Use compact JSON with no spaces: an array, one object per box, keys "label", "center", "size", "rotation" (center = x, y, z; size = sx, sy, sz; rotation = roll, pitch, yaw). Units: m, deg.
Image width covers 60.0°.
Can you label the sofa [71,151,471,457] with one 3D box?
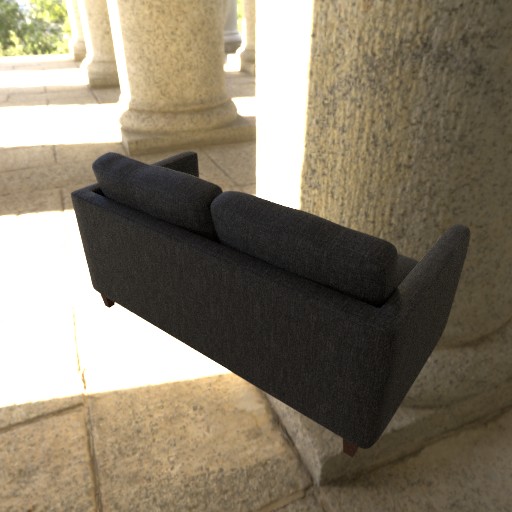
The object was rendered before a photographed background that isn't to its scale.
[{"label":"sofa","center":[0.000,0.000,2.378],"size":[1.884,0.963,0.950],"rotation":[22,38,31]}]
